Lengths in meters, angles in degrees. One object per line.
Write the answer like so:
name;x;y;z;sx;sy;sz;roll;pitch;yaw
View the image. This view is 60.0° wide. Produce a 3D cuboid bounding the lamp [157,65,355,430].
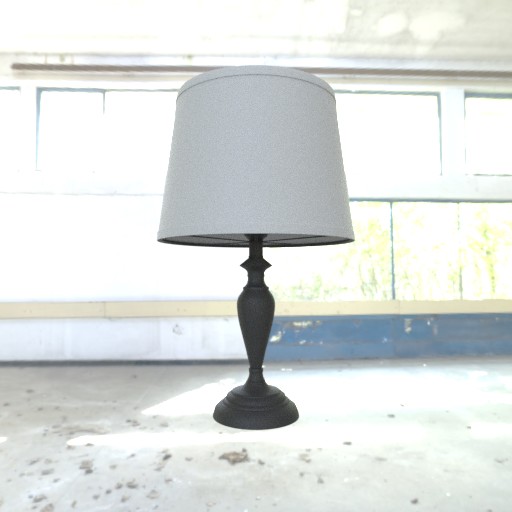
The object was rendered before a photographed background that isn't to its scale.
lamp;0.000;0.000;0.708;0.310;0.501;0.310;0;-2;0
